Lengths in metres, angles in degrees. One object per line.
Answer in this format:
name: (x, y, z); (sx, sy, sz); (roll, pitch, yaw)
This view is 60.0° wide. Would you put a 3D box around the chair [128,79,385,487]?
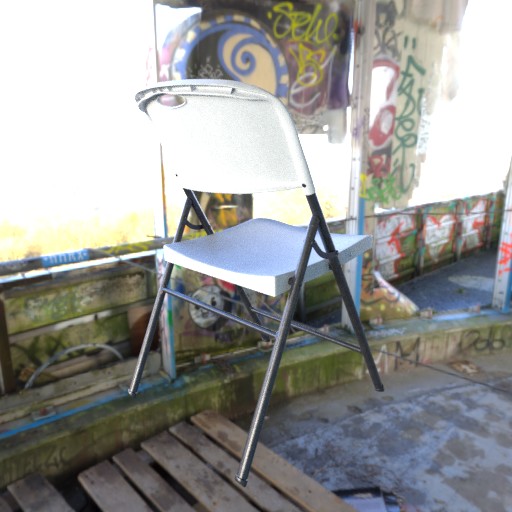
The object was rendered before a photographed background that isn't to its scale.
chair: (0.000, 0.000, 1.168); (0.566, 0.810, 0.494); (-13, 19, -42)
